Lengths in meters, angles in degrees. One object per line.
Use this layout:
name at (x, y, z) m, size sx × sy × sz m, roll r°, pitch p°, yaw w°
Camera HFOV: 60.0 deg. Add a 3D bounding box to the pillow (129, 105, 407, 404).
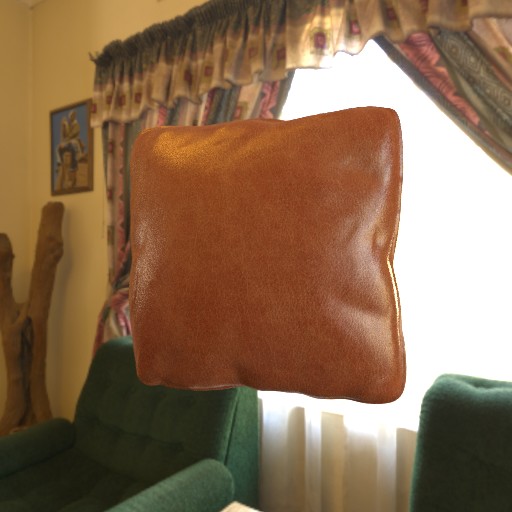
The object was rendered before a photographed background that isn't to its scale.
pillow at (0.000, 0.000, 0.826) m, size 0.532 × 0.523 × 0.236 m, roll 0°, pitch -1°, yaw 17°
